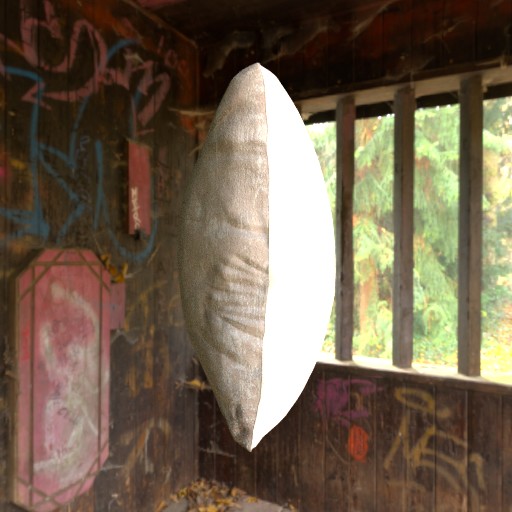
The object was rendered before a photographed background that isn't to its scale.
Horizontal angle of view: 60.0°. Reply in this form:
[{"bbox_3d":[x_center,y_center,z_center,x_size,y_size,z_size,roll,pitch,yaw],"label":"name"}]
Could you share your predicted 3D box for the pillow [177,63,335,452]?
[{"bbox_3d":[0.000,0.000,0.726,0.245,0.448,0.450,0,0,-1],"label":"pillow"}]
